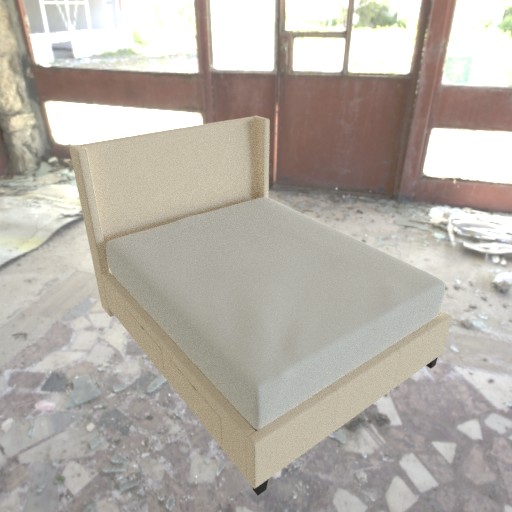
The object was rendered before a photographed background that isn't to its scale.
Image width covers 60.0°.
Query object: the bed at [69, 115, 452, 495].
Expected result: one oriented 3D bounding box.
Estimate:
[{"bbox_3d":[0.000,0.000,3.318,1.765,1.471,2.280,-20,35,-32],"label":"bed"}]
